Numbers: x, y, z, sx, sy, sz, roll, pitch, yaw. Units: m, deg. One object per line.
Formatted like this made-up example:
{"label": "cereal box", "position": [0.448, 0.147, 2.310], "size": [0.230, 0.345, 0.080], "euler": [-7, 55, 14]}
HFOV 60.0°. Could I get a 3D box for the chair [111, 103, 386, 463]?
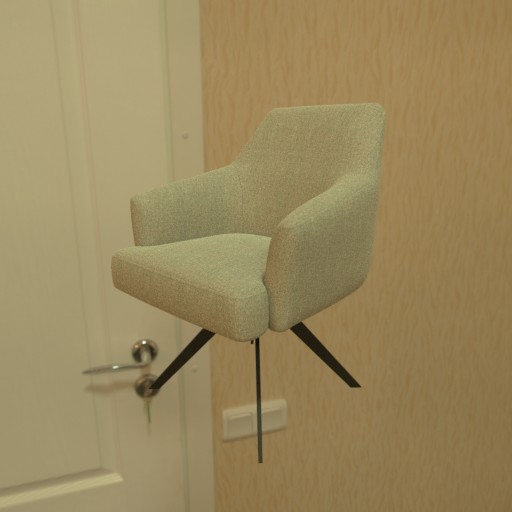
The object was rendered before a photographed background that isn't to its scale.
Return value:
{"label": "chair", "position": [0.000, 0.000, 1.313], "size": [0.642, 0.874, 0.677], "euler": [14, 21, 42]}
